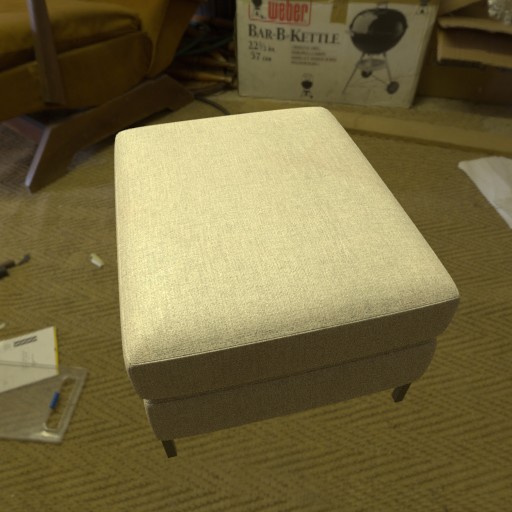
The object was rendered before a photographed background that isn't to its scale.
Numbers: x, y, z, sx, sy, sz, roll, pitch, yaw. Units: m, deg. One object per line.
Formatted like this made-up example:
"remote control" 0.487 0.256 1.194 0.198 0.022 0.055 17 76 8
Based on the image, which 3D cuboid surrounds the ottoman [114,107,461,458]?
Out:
"ottoman" 0.000 0.000 1.206 0.671 0.490 0.820 -10 47 -9
